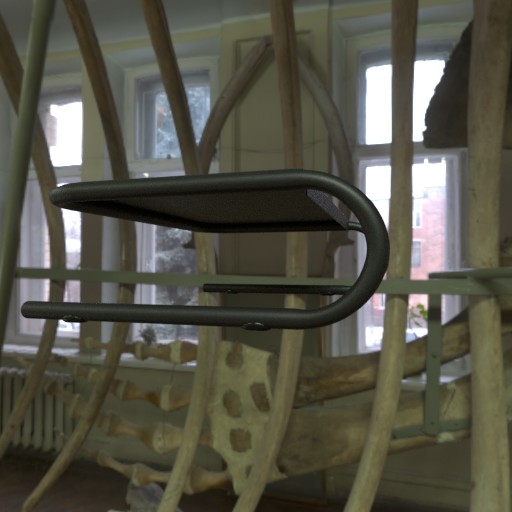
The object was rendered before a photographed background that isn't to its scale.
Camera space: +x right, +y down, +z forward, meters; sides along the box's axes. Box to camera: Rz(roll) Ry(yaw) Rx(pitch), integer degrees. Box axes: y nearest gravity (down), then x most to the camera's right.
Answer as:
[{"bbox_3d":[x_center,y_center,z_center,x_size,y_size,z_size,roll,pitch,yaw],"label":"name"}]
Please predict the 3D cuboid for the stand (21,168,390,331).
[{"bbox_3d":[0.000,0.000,0.485,0.280,0.108,0.370,0,-1,17],"label":"stand"}]
